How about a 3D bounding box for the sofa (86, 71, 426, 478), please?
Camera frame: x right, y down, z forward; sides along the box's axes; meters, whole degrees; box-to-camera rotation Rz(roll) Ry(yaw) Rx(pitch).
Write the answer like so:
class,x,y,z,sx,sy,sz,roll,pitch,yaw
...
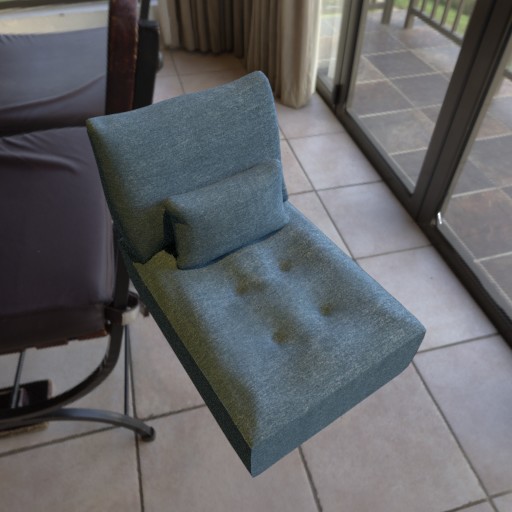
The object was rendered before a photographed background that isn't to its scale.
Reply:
class,x,y,z,sx,sy,sz,roll,pitch,yaw
sofa,0.000,0.000,1.524,0.700,0.820,1.000,-26,53,-22
